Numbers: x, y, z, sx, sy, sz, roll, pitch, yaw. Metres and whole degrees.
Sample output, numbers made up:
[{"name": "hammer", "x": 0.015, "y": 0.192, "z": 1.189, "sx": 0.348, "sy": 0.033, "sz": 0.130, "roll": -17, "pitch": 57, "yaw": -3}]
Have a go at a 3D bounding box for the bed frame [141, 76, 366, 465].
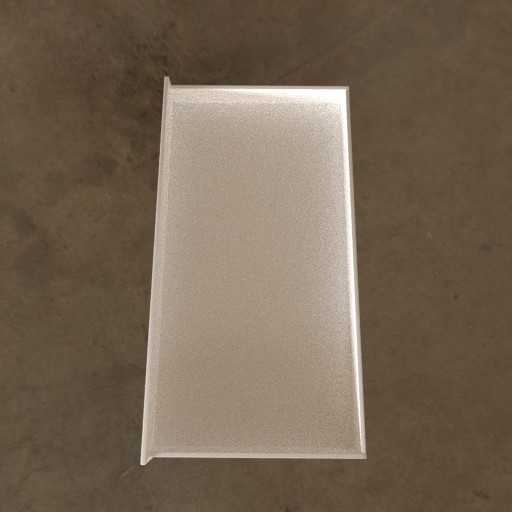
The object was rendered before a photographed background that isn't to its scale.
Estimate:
[{"name": "bed frame", "x": 0.000, "y": 0.000, "z": 1.520, "sx": 0.670, "sy": 0.141, "sz": 1.300, "roll": 0, "pitch": 77, "yaw": 0}]
